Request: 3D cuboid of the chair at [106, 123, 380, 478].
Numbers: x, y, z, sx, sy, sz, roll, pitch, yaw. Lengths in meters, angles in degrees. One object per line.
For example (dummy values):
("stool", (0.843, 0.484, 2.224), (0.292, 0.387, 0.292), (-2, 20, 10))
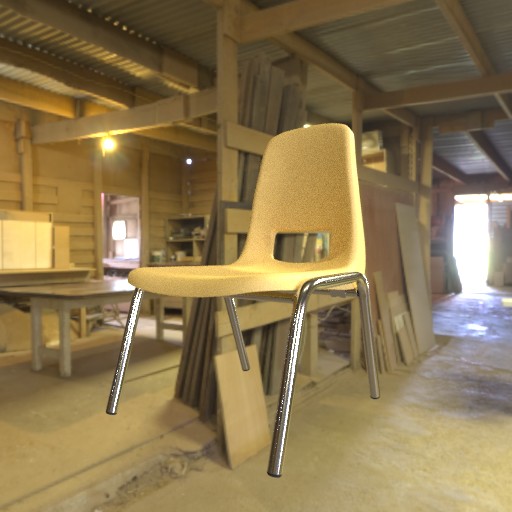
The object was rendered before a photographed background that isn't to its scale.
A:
("chair", (0.000, 0.000, 0.788), (0.354, 0.536, 0.385), (1, 1, 37))
